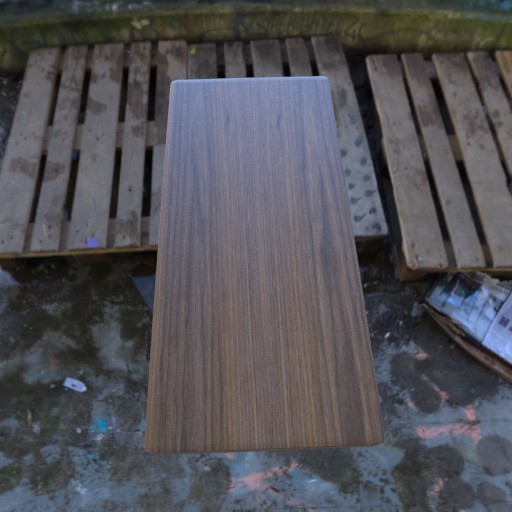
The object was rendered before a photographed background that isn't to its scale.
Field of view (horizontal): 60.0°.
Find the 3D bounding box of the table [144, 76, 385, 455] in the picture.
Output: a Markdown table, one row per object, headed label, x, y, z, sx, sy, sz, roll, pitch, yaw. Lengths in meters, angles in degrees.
| label | x | y | z | sx | sy | sz | roll | pitch | yaw |
| --- | --- | --- | --- | --- | --- | --- | --- | --- | --- |
| table | 0.000 | 0.000 | 1.676 | 0.637 | 0.468 | 1.375 | -2 | 63 | -1 |
